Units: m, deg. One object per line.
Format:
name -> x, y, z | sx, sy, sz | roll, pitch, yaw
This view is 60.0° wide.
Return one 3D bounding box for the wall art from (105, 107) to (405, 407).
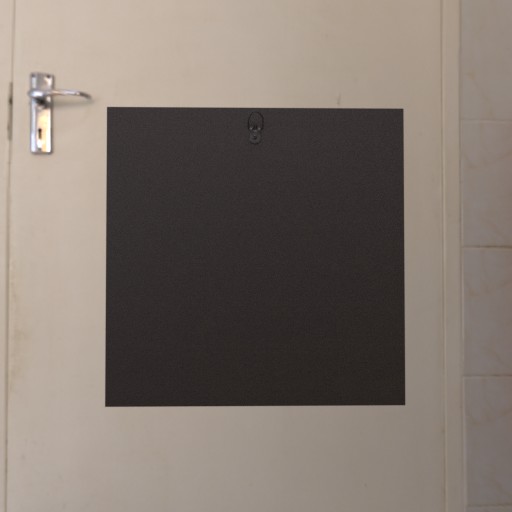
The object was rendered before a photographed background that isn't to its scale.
wall art -> 0.000, 0.000, 0.521 | 0.349, 0.349, 0.038 | 0, -1, -1
